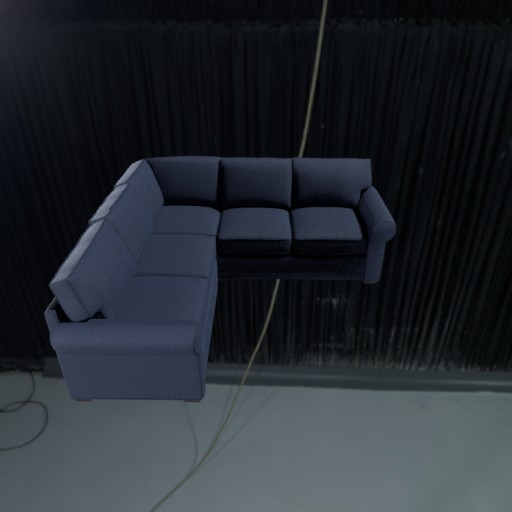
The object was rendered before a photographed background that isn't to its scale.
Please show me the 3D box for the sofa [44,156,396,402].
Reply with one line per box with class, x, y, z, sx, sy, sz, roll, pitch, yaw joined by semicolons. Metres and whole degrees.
sofa;0.000;0.000;3.803;2.562;1.042;2.487;0;31;0
